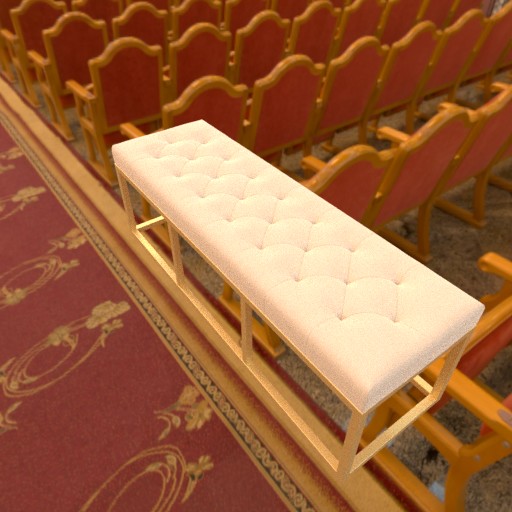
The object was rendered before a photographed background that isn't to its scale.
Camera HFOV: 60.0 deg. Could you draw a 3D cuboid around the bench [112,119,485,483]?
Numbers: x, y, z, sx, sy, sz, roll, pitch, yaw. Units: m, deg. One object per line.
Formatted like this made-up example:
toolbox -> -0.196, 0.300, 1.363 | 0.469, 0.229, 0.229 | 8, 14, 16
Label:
bench -> 0.000, 0.000, 1.675 | 0.457, 0.484, 1.473 | -26, 47, -27
